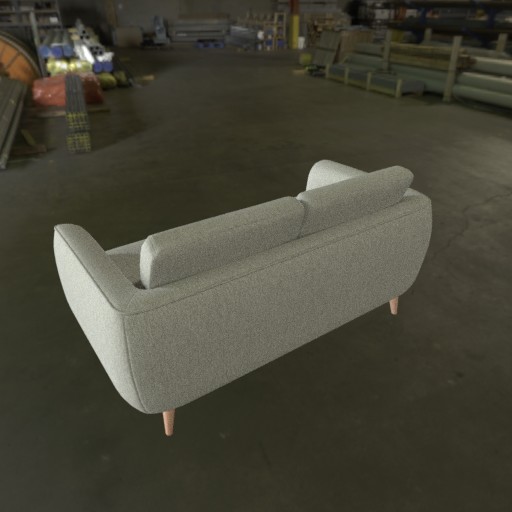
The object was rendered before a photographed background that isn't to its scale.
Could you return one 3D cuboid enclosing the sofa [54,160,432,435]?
[{"bbox_3d":[0.000,0.000,2.210,1.700,0.850,0.920,-19,35,-30],"label":"sofa"}]
